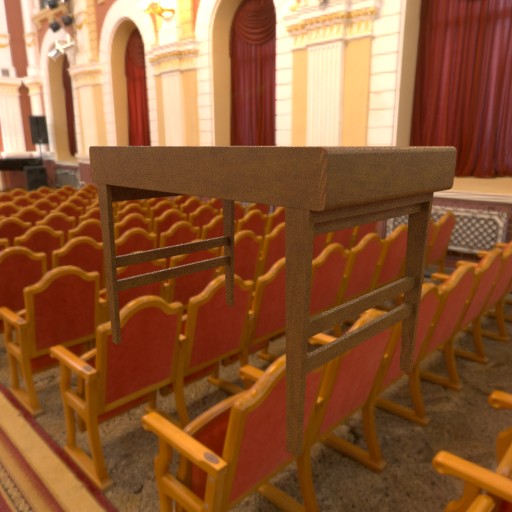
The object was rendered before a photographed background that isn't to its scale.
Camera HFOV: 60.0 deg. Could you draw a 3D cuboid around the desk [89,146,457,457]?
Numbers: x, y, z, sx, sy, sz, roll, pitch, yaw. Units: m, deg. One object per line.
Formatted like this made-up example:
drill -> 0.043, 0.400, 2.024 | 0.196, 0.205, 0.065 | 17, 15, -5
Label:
desk -> 0.000, 0.000, 1.569 | 1.066, 0.754, 0.660 | 14, 19, 43
